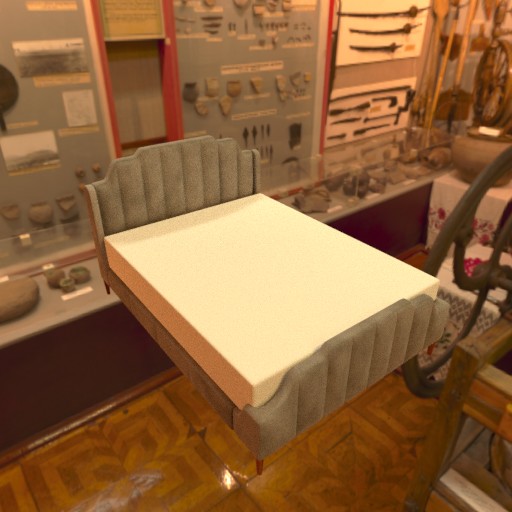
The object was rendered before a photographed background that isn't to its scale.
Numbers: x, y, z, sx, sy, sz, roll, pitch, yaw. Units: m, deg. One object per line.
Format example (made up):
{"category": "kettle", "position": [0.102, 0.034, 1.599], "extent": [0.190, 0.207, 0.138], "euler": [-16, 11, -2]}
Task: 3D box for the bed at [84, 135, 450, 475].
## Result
{"category": "bed", "position": [0.000, 0.000, 3.332], "extent": [1.676, 1.245, 2.340], "euler": [-20, 35, -32]}
